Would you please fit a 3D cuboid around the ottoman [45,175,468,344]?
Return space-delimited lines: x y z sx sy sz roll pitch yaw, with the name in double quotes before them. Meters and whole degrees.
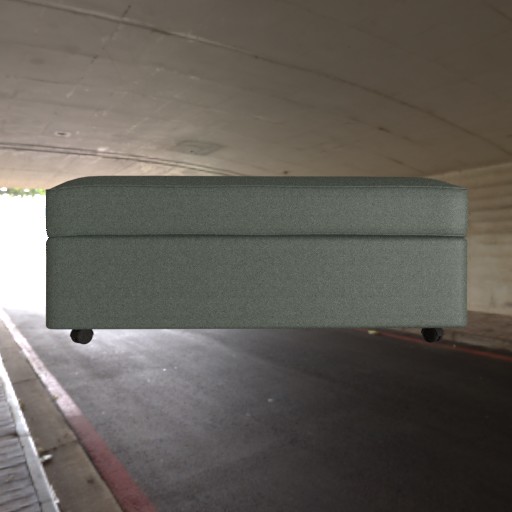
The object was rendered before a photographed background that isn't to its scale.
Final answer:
"ottoman" 0.000 0.000 1.532 1.173 0.494 0.681 0 1 -1
